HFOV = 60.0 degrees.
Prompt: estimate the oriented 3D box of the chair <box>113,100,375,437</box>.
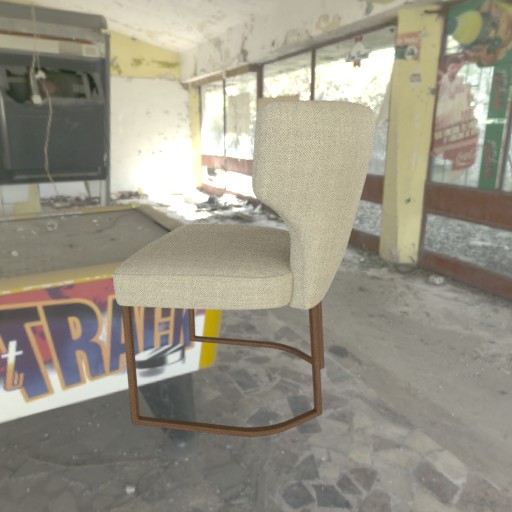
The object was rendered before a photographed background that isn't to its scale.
[{"bbox_3d":[0.000,0.000,1.274,0.617,0.824,0.611,3,16,9],"label":"chair"}]
